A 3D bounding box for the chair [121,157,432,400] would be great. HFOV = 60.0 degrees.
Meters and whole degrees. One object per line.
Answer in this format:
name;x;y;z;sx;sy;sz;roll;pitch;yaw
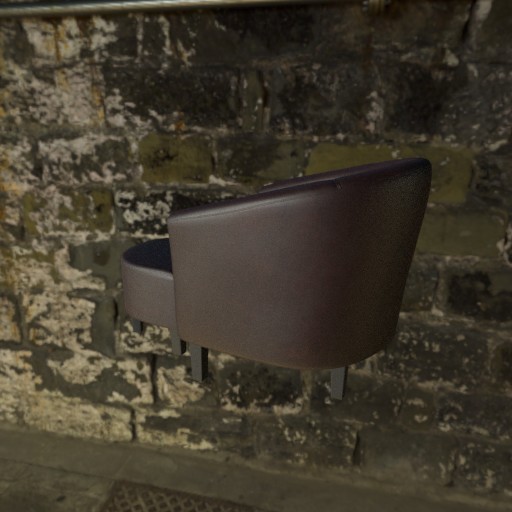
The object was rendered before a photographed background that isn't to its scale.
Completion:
chair;0.000;0.000;1.675;1.176;0.755;0.737;8;19;26
